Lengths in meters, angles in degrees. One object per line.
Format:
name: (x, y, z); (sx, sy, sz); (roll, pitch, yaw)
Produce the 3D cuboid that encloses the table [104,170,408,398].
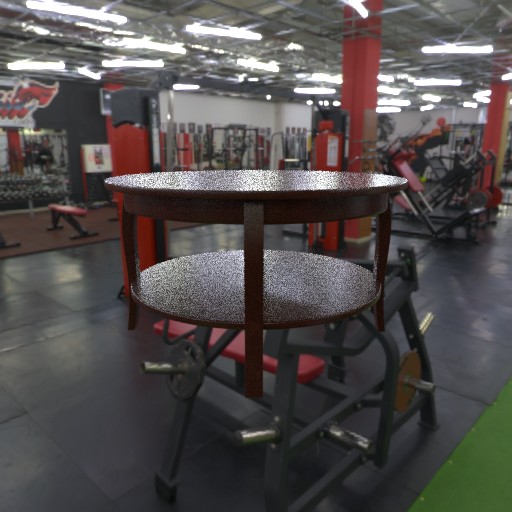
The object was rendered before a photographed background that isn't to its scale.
table: (0.000, 0.000, 1.459); (0.911, 0.512, 0.911); (0, 14, 0)
